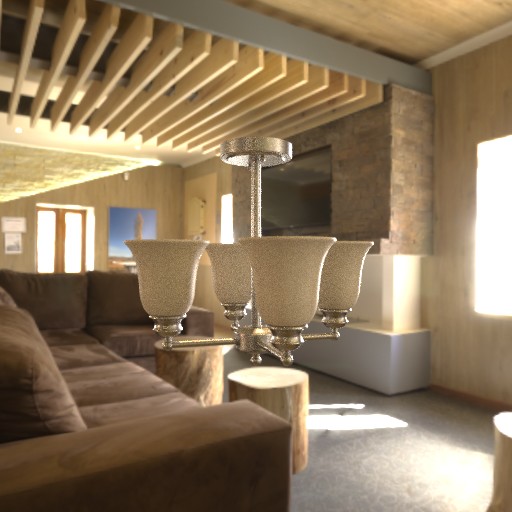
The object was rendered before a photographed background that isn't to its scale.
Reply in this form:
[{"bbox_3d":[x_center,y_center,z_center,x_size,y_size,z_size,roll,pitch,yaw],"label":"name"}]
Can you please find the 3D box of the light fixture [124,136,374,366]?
[{"bbox_3d":[0.000,0.000,0.747,0.427,0.370,0.427,0,0,-17],"label":"light fixture"}]
